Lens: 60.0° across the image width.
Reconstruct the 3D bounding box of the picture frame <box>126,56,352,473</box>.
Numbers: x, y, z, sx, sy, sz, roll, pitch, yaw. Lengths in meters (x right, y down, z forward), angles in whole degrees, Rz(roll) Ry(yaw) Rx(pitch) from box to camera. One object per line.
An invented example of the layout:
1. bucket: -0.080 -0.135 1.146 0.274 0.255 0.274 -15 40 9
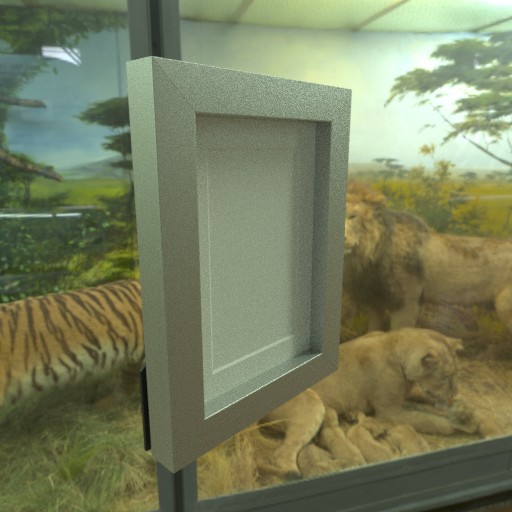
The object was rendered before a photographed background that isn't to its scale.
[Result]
1. picture frame: 0.000 0.000 0.277 0.028 0.208 0.157 13 19 42
